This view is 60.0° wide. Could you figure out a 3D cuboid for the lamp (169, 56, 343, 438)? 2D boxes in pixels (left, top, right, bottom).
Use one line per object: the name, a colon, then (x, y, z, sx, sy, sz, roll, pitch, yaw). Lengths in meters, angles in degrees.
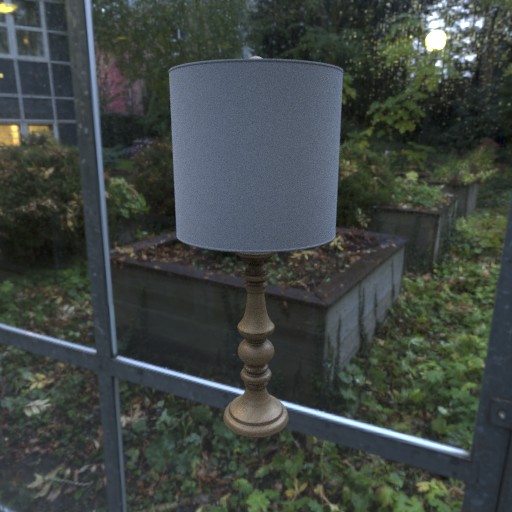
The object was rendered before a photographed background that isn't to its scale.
lamp: (0.000, 0.000, 0.718, 0.250, 0.597, 0.250, 14, 20, 42)
